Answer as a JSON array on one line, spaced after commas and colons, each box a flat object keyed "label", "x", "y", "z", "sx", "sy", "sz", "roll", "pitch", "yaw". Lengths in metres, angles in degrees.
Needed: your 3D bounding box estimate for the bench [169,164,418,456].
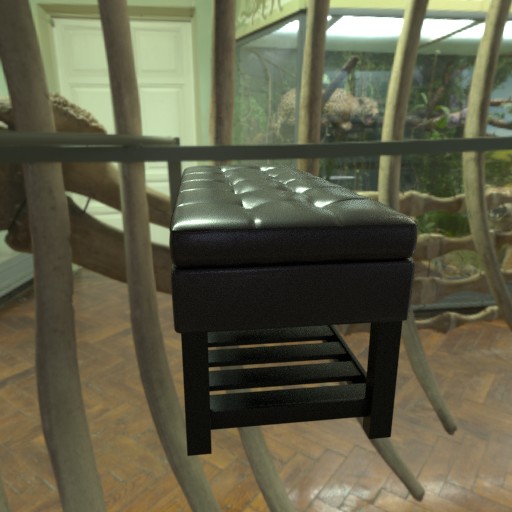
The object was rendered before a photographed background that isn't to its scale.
[{"label": "bench", "x": 0.000, "y": 0.000, "z": 1.307, "sx": 0.432, "sy": 0.460, "sz": 1.105, "roll": -2, "pitch": 16, "yaw": -7}]
